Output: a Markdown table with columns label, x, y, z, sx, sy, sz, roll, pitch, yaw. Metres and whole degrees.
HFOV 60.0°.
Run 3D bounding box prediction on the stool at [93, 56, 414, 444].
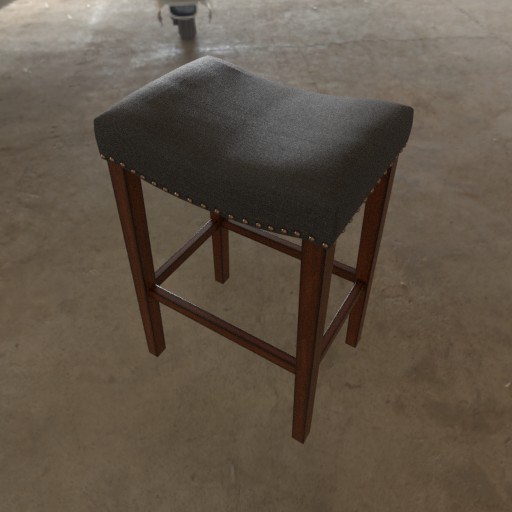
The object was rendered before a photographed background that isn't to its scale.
| label | x | y | z | sx | sy | sz | roll | pitch | yaw |
| --- | --- | --- | --- | --- | --- | --- | --- | --- | --- |
| stool | 0.000 | 0.000 | 1.037 | 0.502 | 0.748 | 0.366 | 24 | 50 | 22 |
